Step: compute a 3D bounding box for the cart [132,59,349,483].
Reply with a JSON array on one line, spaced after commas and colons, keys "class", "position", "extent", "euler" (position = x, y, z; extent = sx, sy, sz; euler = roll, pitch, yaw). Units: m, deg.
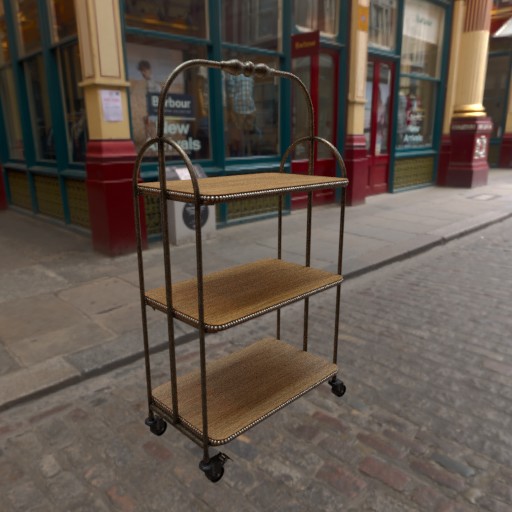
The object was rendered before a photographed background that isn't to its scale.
[{"class": "cart", "position": [0.000, 0.000, 1.300], "extent": [0.330, 1.052, 0.650], "euler": [15, 21, 43]}]
